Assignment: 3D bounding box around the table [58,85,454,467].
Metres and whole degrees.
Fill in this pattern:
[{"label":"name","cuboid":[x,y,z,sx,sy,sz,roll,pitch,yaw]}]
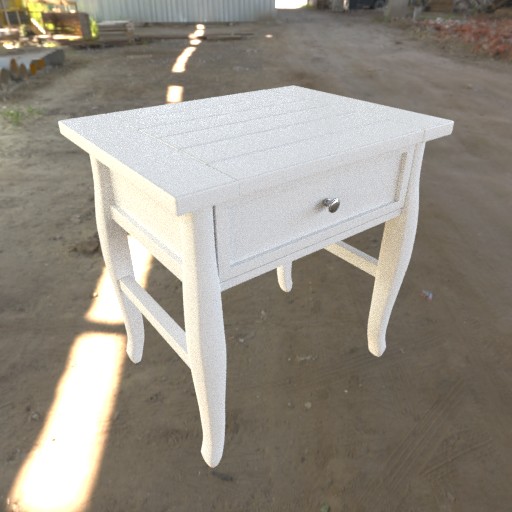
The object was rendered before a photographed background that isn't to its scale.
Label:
[{"label":"table","cuboid":[0.000,0.000,0.999,0.599,0.605,0.463,-22,37,-31]}]
